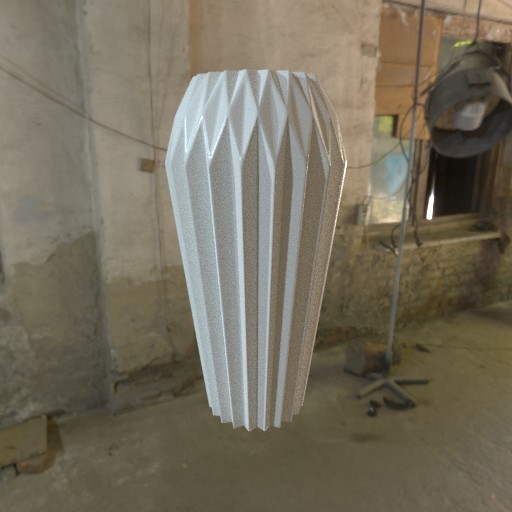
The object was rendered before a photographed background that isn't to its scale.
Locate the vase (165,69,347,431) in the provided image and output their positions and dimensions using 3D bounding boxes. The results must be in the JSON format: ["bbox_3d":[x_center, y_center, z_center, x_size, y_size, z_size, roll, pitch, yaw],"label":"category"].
[{"bbox_3d":[0.000,0.000,0.350,0.133,0.263,0.133,0,16,0],"label":"vase"}]
